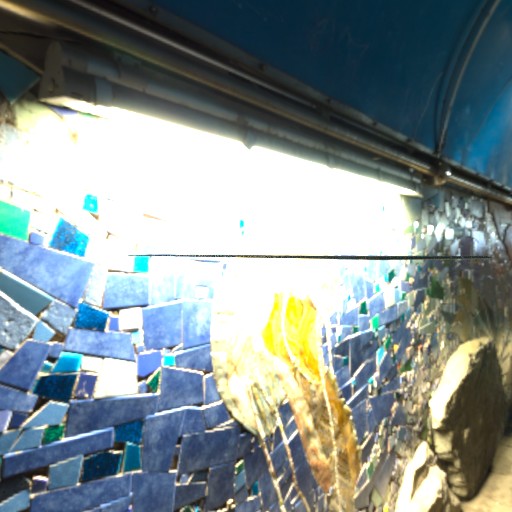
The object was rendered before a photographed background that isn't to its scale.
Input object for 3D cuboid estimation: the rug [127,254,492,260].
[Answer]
[{"bbox_3d":[0.000,0.000,2.403,0.662,0.011,2.196,0,1,-35],"label":"rug"}]
